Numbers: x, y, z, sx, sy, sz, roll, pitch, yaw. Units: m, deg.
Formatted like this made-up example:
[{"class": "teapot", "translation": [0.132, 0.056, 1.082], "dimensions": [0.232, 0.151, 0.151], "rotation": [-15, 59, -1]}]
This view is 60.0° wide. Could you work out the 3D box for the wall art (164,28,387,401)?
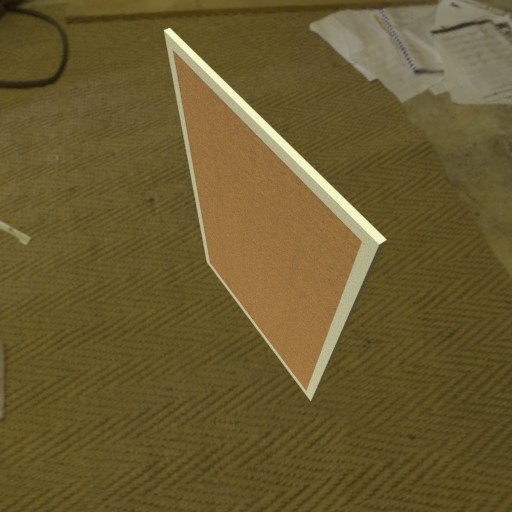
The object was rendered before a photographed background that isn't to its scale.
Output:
[{"class": "wall art", "translation": [0.000, 0.000, 1.213], "dimensions": [0.015, 0.965, 0.660], "rotation": [-31, 63, -17]}]
